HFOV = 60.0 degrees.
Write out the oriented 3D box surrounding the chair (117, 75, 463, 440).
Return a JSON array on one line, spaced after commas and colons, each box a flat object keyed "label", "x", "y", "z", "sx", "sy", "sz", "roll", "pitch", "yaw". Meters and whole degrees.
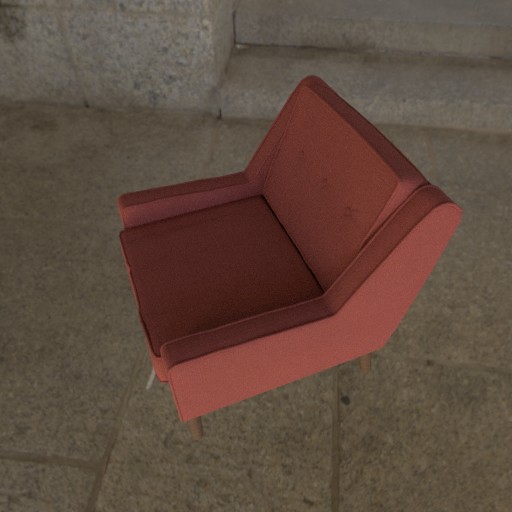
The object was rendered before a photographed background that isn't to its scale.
[{"label": "chair", "x": 0.000, "y": 0.000, "z": 1.374, "sx": 0.770, "sy": 0.812, "sz": 0.680, "roll": -17, "pitch": 50, "yaw": -15}]
